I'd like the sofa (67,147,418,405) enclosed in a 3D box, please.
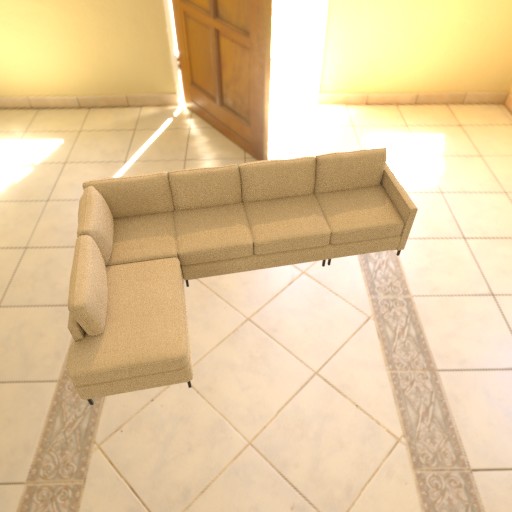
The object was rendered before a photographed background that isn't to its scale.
[{"bbox_3d":[0.000,0.000,4.341,3.384,0.996,2.048,-8,47,-7],"label":"sofa"}]
